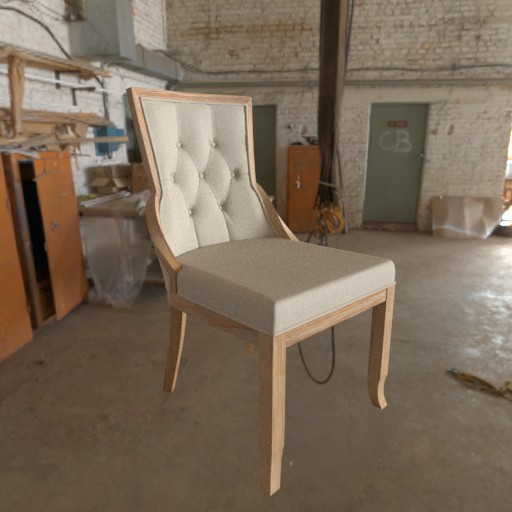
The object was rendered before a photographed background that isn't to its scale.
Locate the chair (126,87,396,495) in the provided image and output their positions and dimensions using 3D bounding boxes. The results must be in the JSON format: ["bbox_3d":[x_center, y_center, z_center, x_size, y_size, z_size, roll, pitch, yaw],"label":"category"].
[{"bbox_3d":[0.000,0.000,1.312,0.524,0.947,0.641,-14,21,-42],"label":"chair"}]
